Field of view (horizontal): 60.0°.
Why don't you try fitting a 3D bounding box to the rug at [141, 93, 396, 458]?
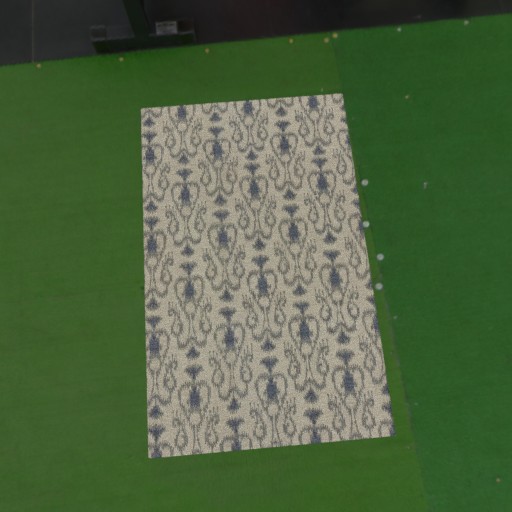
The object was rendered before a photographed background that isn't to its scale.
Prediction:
[{"bbox_3d":[0.000,0.000,2.056,1.035,0.006,1.652,-5,75,-1],"label":"rug"}]
